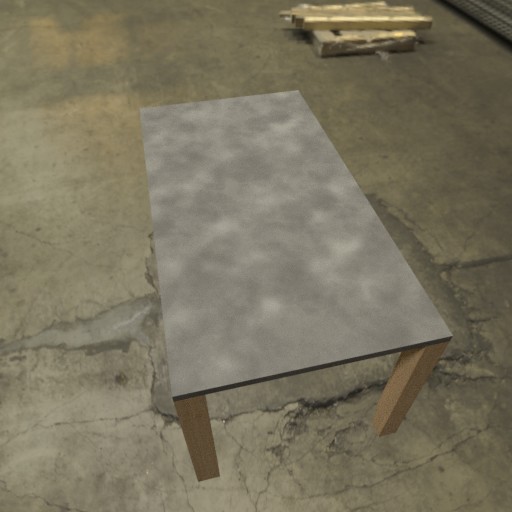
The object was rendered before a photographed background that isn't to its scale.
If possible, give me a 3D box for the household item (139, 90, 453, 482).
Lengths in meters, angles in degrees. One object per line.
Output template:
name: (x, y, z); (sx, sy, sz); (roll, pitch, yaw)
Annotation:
household item: (0.000, 0.000, 2.083); (0.850, 0.755, 1.600); (-10, 48, -9)
